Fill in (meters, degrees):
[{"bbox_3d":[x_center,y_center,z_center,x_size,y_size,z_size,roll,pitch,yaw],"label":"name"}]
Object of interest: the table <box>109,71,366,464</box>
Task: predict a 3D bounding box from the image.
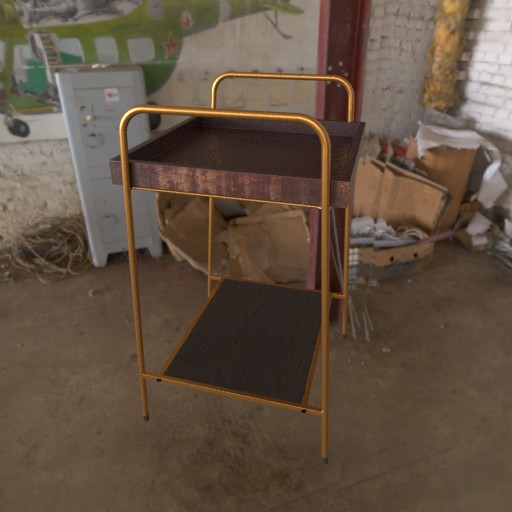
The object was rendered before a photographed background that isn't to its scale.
[{"bbox_3d":[0.000,0.000,0.986,0.430,0.710,0.430,8,30,13],"label":"table"}]
